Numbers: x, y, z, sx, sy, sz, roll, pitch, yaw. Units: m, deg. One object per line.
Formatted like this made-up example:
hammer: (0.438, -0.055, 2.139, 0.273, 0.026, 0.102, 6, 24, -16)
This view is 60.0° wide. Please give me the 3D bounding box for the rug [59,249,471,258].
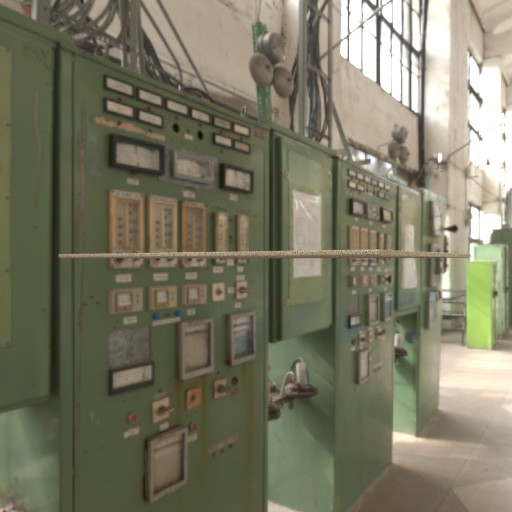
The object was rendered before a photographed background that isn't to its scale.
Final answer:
rug: (0.000, 0.000, 2.988, 2.346, 0.025, 1.500, 0, -1, 38)
